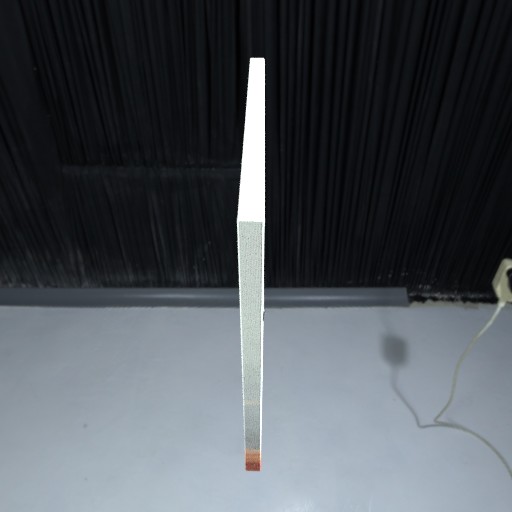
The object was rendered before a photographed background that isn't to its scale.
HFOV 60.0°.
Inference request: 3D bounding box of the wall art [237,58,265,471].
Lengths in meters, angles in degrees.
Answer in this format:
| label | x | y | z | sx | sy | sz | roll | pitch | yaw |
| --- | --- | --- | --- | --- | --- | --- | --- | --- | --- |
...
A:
| label | x | y | z | sx | sy | sz | roll | pitch | yaw |
| --- | --- | --- | --- | --- | --- | --- | --- | --- | --- |
| wall art | 0.000 | 0.000 | 1.150 | 0.042 | 0.760 | 0.760 | 1 | 40 | 1 |
